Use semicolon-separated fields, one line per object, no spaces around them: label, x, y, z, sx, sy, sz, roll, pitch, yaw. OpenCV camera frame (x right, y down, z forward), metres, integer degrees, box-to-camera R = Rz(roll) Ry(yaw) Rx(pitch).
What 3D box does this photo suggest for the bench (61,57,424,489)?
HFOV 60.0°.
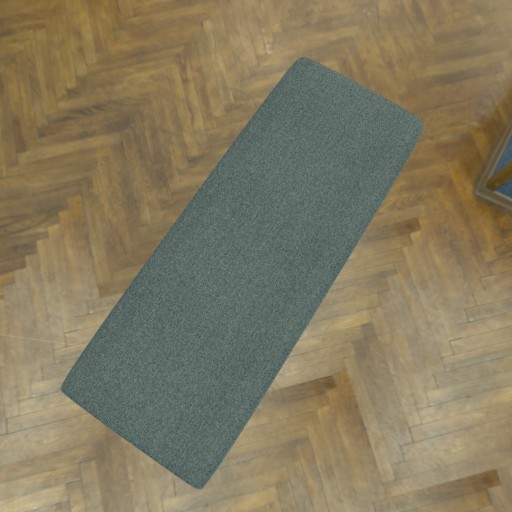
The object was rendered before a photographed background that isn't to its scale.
bench;0.000;0.000;1.788;0.631;0.384;1.598;32;78;8
